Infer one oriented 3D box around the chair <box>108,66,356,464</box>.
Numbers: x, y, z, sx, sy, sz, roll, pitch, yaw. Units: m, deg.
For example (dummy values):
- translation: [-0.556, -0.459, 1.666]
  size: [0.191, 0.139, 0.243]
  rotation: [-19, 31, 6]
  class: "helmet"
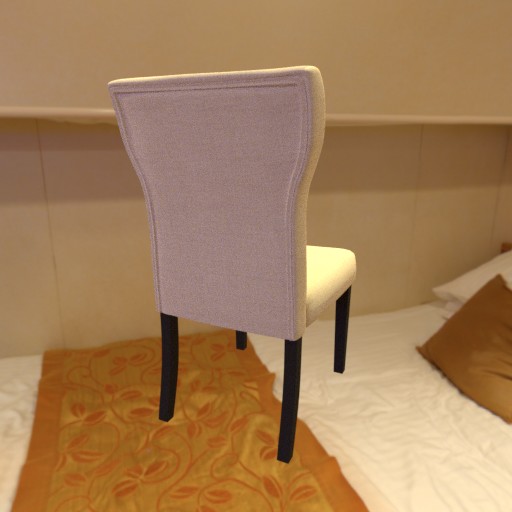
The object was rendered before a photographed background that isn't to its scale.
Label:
- translation: [0.000, 0.000, 1.269]
  size: [0.509, 0.921, 0.597]
  rotation: [8, 17, 25]
  class: "chair"
